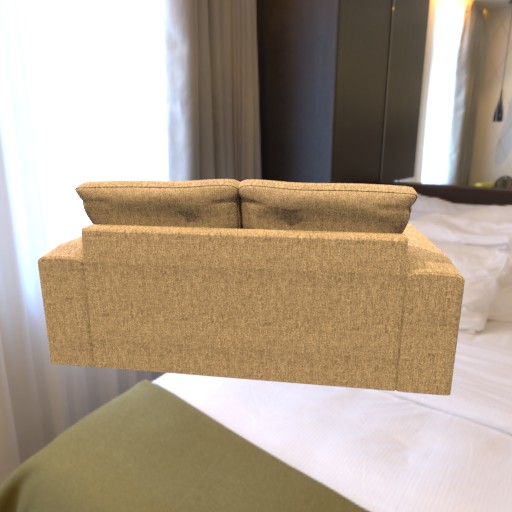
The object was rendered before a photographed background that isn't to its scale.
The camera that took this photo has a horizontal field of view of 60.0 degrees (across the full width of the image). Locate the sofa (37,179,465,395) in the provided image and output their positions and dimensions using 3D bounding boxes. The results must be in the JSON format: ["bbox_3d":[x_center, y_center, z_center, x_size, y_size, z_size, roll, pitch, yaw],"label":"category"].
[{"bbox_3d":[0.000,0.000,2.335,1.758,0.877,1.094,2,15,8],"label":"sofa"}]
